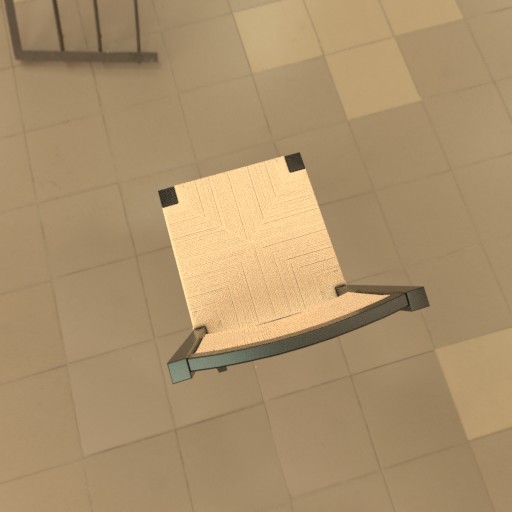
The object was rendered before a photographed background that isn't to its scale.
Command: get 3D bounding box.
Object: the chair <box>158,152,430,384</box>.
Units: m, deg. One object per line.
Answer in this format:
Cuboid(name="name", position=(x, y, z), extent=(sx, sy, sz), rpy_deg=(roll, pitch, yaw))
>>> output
Cuboid(name="chair", position=(0.000, 0.000, 1.213), extent=(0.437, 0.927, 0.552), rpy_deg=(-16, 77, -4))
